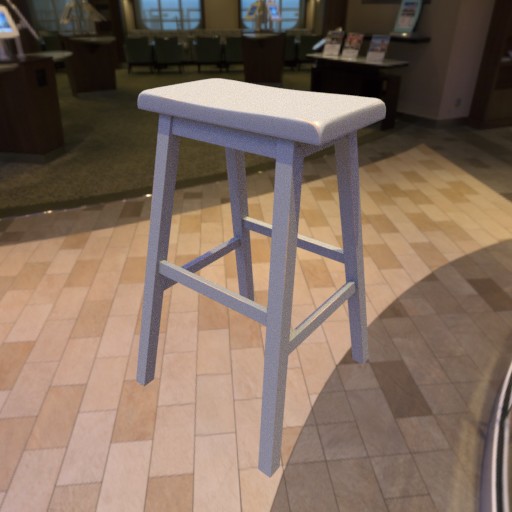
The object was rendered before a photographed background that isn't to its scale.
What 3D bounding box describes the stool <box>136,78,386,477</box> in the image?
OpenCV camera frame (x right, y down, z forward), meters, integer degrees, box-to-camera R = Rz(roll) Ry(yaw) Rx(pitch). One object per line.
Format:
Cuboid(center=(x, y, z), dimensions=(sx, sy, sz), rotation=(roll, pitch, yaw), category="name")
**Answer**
Cuboid(center=(0.000, 0.000, 1.063), dimensions=(0.457, 0.737, 0.476), rotation=(22, 36, 33), category="stool")
